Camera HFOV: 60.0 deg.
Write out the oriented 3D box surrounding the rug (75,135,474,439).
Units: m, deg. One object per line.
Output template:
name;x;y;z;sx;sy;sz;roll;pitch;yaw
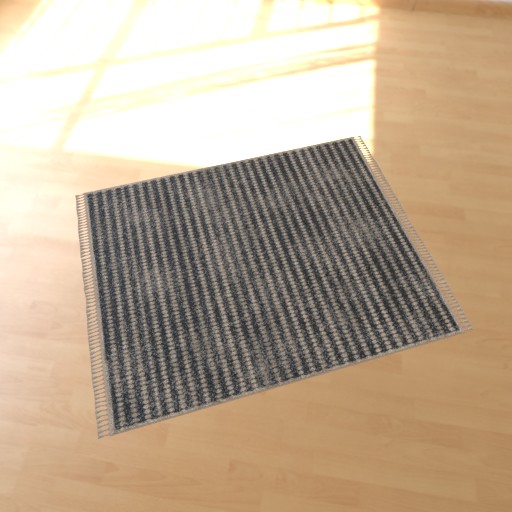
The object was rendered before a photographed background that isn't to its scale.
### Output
rug;0.000;0.000;3.824;2.910;0.013;2.256;-14;59;-8
